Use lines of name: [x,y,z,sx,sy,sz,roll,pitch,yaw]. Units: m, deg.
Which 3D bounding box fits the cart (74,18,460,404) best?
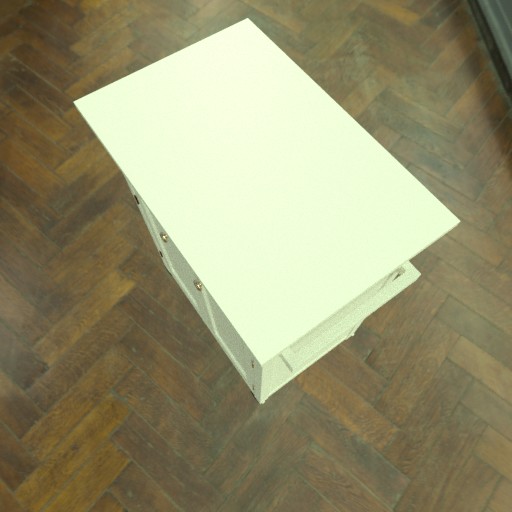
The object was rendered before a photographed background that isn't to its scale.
cart: [0.000,0.000,1.244,0.442,0.864,0.683,-33,69,-14]
